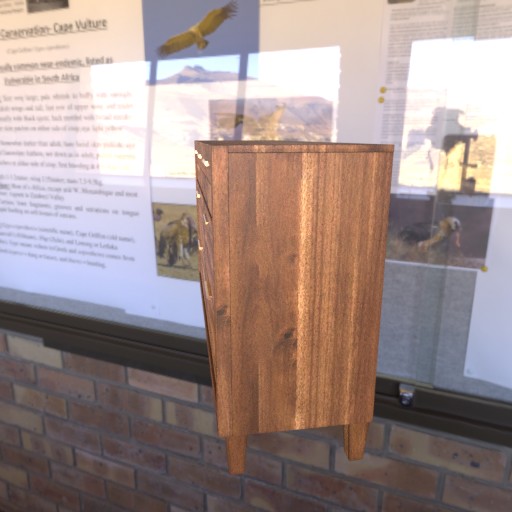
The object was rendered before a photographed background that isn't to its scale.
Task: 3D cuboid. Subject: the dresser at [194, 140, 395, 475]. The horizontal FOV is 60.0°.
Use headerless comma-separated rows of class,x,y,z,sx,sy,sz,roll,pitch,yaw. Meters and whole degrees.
dresser,0.000,0.000,1.786,0.438,0.892,1.387,-2,15,-9
